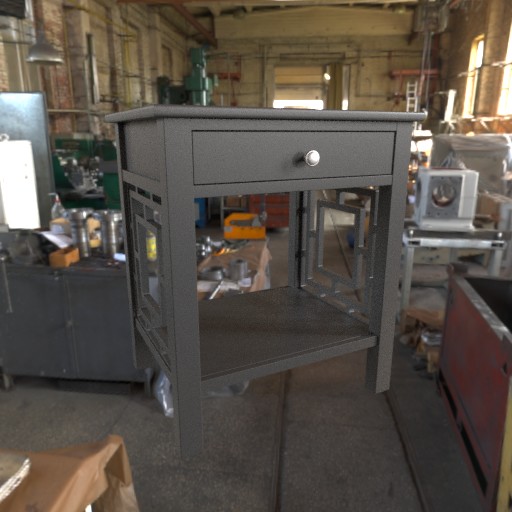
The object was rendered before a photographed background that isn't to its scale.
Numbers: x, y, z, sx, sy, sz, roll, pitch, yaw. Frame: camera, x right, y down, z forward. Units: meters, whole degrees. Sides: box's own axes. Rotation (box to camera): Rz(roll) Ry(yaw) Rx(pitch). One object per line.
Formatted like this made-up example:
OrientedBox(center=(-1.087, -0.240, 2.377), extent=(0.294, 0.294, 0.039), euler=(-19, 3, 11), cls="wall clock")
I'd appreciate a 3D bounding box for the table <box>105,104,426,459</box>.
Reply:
OrientedBox(center=(0.000, 0.000, 1.053), extent=(0.564, 0.646, 0.451), euler=(-8, 17, -26), cls="table")
